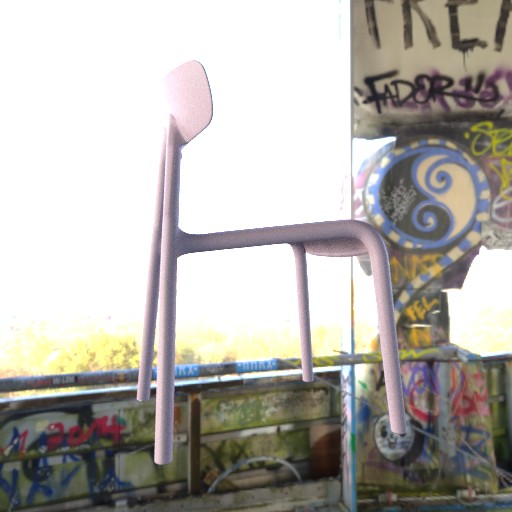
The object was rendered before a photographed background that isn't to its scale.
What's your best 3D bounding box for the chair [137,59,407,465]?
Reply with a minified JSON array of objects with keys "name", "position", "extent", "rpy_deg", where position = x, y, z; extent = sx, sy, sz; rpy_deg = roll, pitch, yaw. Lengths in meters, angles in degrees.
[{"name":"chair","position":[0.000,0.000,0.821],"extent":[0.401,0.580,0.356],"rpy_deg":[0,-1,-20]}]
